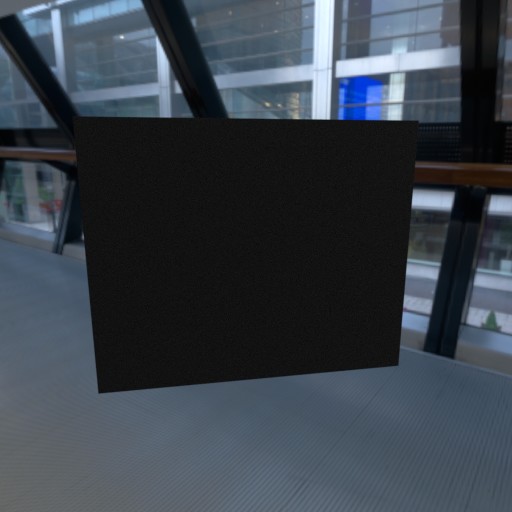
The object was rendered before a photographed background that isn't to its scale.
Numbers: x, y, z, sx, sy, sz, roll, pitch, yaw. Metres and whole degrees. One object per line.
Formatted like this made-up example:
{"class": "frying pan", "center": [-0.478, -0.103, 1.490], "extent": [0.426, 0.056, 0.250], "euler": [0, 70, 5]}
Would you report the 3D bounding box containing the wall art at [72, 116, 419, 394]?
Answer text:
{"class": "wall art", "center": [0.000, 0.000, 0.773], "extent": [0.558, 0.457, 0.031], "euler": [-2, 14, -10]}
